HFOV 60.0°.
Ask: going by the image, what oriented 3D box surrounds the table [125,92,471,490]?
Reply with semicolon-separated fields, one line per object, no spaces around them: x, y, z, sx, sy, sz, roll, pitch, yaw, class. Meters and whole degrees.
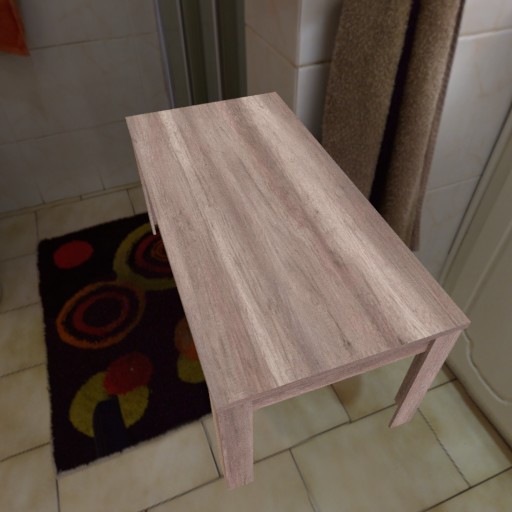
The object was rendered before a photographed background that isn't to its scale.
0.000;0.000;2.267;0.900;0.790;1.800;-14;48;-14;table
